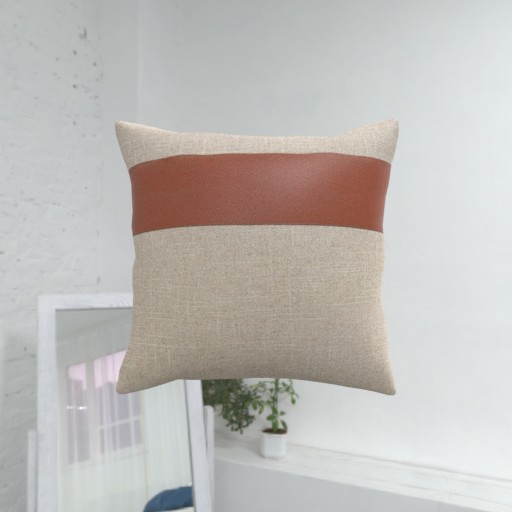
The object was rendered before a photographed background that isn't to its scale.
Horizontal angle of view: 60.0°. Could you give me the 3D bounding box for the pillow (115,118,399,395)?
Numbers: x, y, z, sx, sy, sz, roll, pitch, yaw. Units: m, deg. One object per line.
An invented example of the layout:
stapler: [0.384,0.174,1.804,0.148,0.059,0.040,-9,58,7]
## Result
pillow: [0.000,0.000,0.644,0.414,0.399,0.173,0,-1,1]
